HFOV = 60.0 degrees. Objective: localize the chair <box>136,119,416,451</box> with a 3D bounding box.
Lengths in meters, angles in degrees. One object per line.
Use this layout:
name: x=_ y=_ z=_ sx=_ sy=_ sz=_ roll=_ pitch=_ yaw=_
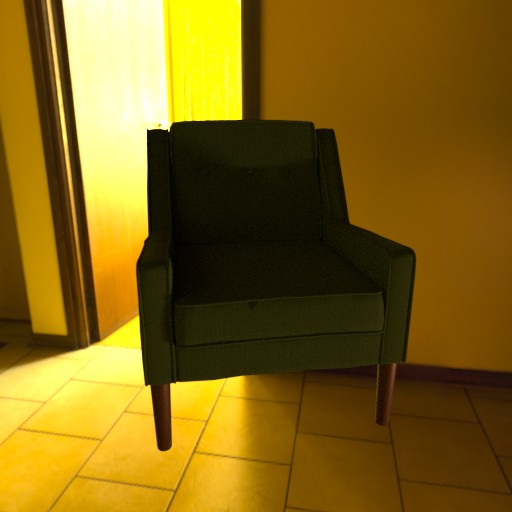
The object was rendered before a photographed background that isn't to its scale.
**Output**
chair: x=0.000 y=0.000 z=1.339 sx=0.663 sy=0.792 sz=0.743 roll=-3 pitch=17 yaw=-9
